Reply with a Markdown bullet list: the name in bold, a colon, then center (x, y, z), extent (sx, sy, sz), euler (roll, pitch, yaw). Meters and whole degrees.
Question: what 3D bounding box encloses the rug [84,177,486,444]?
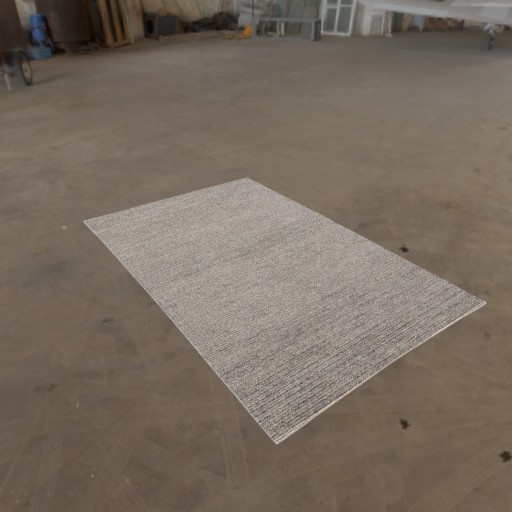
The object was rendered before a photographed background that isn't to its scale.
- **rug**: center (0.000, 0.000, 2.232), extent (1.162, 0.022, 1.804), euler (-21, 37, -30)
